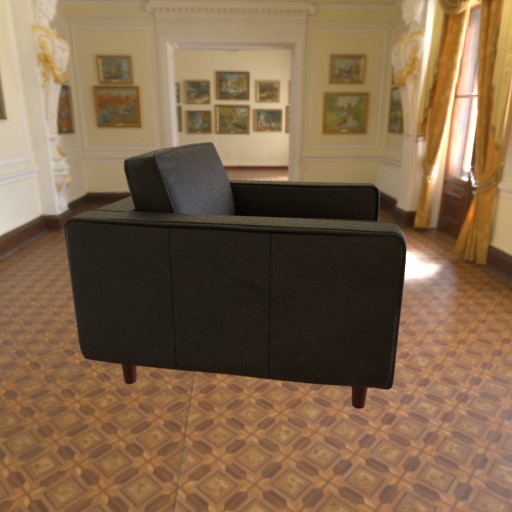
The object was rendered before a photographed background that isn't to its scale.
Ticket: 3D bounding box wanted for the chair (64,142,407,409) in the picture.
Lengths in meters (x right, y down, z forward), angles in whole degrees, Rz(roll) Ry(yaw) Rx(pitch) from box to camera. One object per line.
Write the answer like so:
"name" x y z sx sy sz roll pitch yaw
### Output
"chair" 0.000 0.000 1.574 0.914 0.763 0.889 3 17 10
